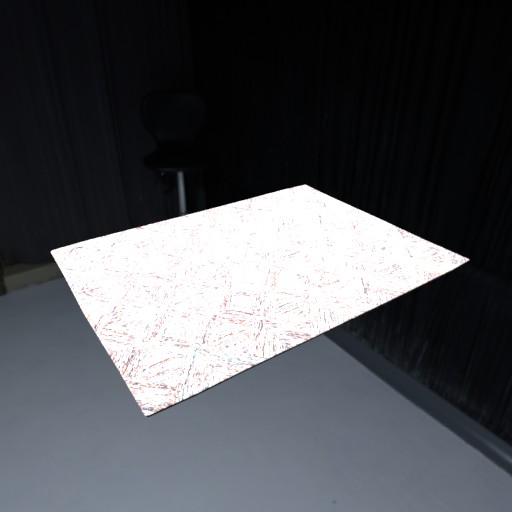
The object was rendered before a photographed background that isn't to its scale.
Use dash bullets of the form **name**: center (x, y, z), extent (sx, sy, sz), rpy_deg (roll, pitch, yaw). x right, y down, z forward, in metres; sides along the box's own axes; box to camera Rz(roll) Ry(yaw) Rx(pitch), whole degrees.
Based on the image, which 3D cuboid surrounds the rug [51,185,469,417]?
- **rug**: center (0.000, 0.000, 4.225), extent (3.226, 0.024, 2.436), rpy_deg (-19, 35, -29)
